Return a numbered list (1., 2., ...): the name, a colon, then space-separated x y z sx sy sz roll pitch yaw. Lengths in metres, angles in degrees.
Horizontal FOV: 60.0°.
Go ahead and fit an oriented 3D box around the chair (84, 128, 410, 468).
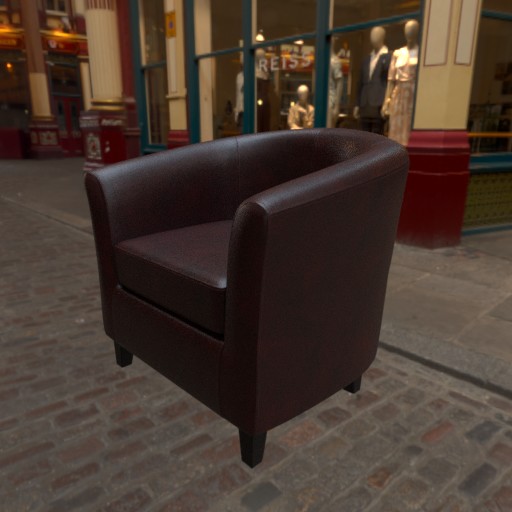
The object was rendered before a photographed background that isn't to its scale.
1. chair: 0.000 0.000 1.370 0.727 0.756 0.792 -16 23 -42
